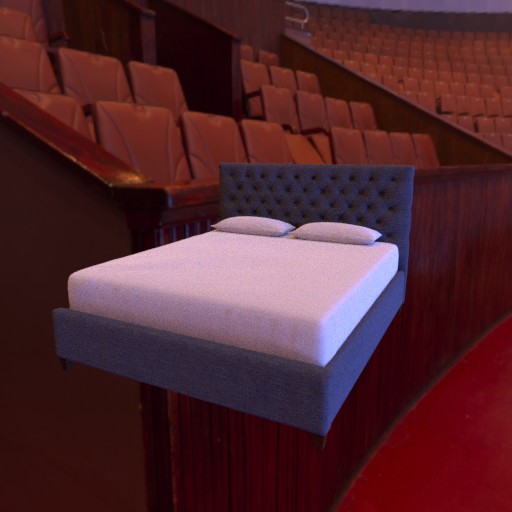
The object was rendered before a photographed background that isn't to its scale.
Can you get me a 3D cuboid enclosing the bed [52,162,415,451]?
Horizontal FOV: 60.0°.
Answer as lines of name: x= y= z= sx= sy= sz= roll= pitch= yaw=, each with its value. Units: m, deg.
bed: x=0.000 y=0.000 z=3.638 sx=2.078 sy=1.427 sz=2.387 roll=7 pitch=15 yaw=26
